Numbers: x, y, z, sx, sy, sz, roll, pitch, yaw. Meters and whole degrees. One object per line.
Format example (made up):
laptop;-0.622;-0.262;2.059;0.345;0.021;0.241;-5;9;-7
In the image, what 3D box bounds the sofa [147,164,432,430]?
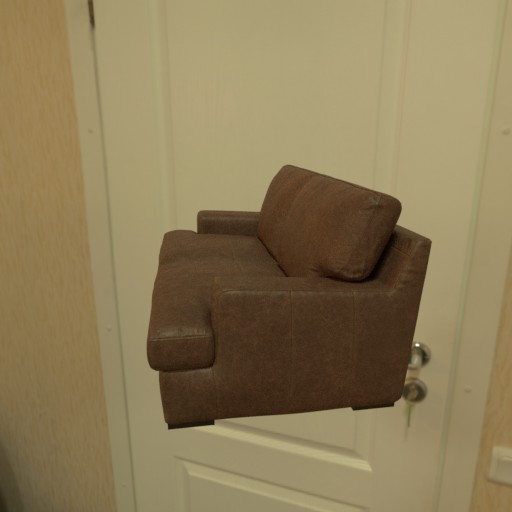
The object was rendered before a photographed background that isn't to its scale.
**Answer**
sofa;0.000;0.000;2.587;1.143;0.939;1.880;-3;16;-9
